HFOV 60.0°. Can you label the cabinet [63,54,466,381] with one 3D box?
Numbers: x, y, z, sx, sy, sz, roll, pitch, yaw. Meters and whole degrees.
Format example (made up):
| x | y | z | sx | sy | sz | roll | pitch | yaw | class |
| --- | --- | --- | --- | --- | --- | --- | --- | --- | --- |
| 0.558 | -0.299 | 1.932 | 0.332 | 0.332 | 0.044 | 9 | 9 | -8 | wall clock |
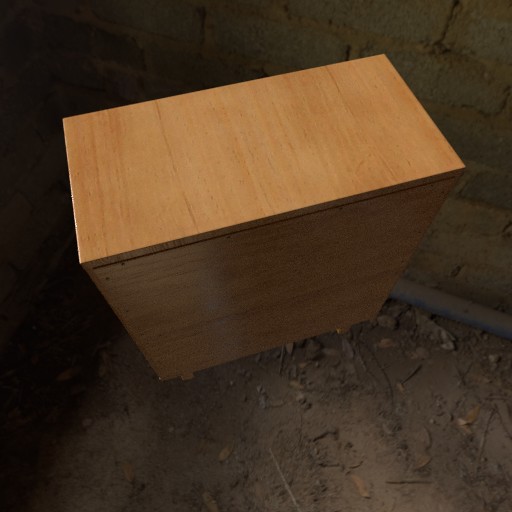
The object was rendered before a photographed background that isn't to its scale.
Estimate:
| x | y | z | sx | sy | sz | roll | pitch | yaw | class |
| --- | --- | --- | --- | --- | --- | --- | --- | --- | --- |
| 0.000 | 0.000 | 1.402 | 0.800 | 1.001 | 0.419 | -15 | 60 | -9 | cabinet |
